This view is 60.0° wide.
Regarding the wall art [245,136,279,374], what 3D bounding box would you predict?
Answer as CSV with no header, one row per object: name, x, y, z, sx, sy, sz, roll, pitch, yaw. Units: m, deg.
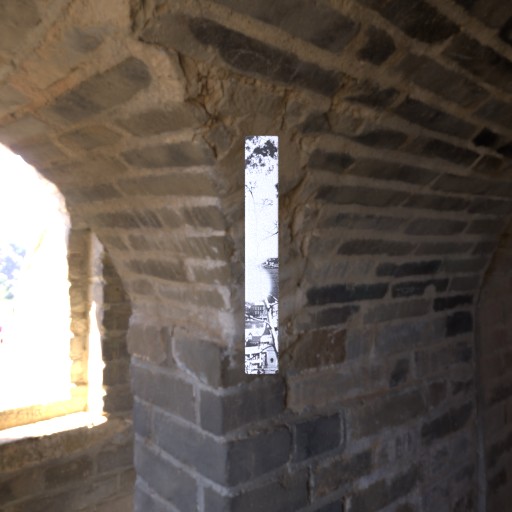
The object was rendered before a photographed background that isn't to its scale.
wall art,0.000,0.000,0.861,0.036,0.256,0.766,0,0,-1
